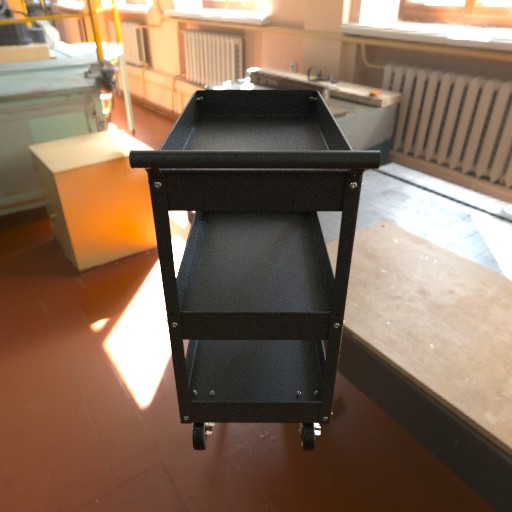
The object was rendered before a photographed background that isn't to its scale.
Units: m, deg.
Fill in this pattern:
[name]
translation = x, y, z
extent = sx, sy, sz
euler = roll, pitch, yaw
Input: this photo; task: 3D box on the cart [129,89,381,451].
[cart]
translation = 0.000, 0.000, 1.146
extent = 0.366, 0.780, 0.719
euler = 0, 31, 0
